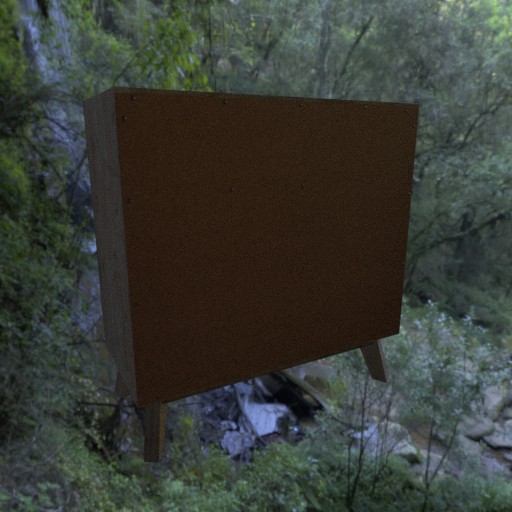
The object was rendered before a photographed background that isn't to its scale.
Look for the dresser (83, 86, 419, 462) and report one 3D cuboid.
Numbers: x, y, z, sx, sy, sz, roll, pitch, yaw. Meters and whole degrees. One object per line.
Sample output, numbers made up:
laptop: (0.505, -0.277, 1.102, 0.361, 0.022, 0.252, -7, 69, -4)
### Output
dresser: (0.000, 0.000, 1.569, 0.998, 1.029, 0.455, -8, 17, -28)
